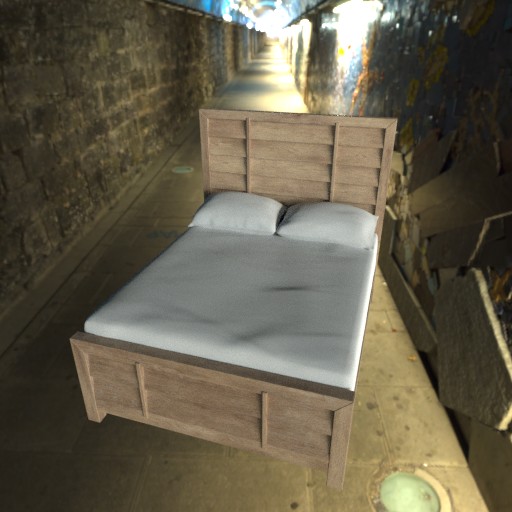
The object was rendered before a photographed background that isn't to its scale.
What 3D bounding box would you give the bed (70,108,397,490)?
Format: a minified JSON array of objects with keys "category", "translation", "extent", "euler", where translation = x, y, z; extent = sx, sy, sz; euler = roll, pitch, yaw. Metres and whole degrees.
[{"category":"bed","translation":[0.000,0.000,3.098],"extent":[1.615,1.631,2.017],"euler":[8,28,16]}]
